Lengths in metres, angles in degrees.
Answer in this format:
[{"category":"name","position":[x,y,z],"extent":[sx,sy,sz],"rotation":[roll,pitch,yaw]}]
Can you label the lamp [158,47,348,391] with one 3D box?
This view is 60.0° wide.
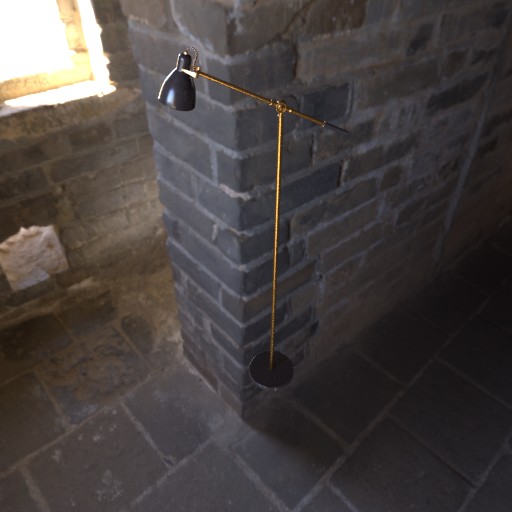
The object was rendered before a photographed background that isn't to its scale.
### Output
[{"category":"lamp","position":[0.000,0.000,1.841],"extent":[0.618,1.628,0.235],"rotation":[0,41,0]}]
